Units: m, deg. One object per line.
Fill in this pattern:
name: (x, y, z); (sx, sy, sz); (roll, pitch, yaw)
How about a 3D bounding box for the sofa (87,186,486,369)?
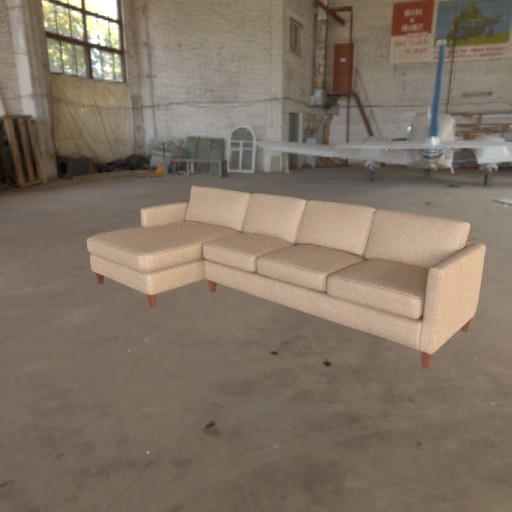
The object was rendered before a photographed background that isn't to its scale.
sofa: (0.000, 0.000, 3.777); (3.201, 0.876, 1.502); (14, 21, 41)
